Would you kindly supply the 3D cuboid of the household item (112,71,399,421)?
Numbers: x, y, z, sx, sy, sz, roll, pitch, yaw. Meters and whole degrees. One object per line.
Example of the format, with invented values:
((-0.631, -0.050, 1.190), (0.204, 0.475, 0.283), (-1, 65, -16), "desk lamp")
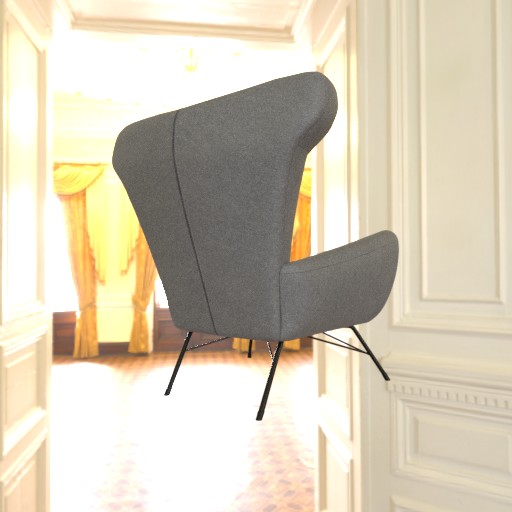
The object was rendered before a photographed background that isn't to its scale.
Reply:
((0.000, 0.000, 1.758), (0.980, 1.050, 0.900), (-1, -1, 37), "household item")
